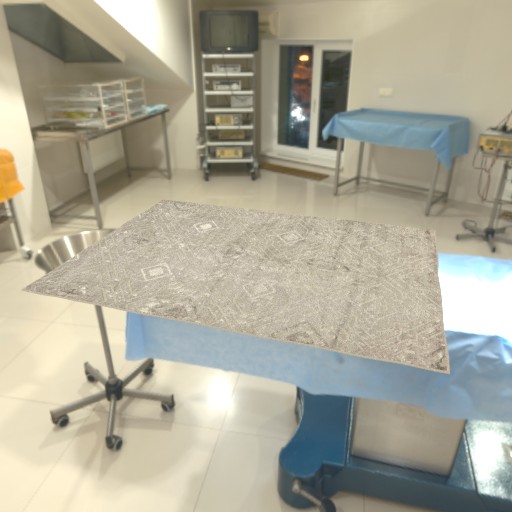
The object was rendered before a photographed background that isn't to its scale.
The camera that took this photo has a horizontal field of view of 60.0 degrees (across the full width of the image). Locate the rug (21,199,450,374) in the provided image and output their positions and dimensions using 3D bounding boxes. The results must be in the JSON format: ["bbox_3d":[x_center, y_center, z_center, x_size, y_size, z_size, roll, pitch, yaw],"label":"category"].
[{"bbox_3d":[0.000,0.000,4.289,3.359,0.020,2.448,8,27,16],"label":"rug"}]
